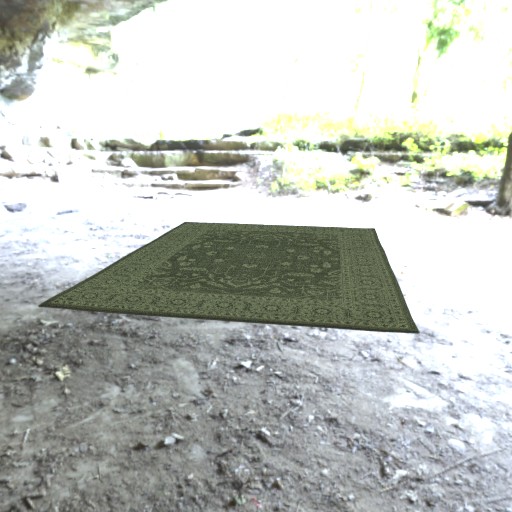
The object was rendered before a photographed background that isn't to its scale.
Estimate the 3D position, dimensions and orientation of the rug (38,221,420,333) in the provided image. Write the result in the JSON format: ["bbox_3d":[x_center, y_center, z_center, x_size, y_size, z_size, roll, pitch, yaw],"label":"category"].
[{"bbox_3d":[0.000,0.000,4.212,2.451,0.026,3.069,3,15,9],"label":"rug"}]
